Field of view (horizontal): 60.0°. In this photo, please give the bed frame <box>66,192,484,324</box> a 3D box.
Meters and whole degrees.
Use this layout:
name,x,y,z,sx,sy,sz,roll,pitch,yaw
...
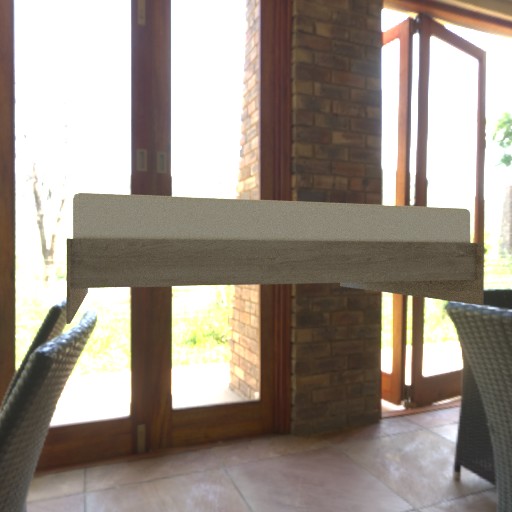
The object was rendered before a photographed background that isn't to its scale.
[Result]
name,x,y,z,sx,sy,sz,roll,pitch,yaw
bed frame,0.000,0.000,2.621,1.945,0.497,1.445,0,0,-18
